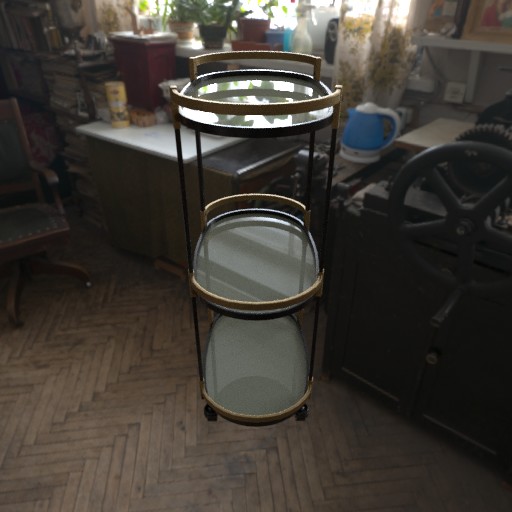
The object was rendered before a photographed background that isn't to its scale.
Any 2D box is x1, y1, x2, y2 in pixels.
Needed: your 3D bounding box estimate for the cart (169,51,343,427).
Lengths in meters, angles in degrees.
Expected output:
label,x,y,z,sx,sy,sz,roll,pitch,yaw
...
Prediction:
label,x,y,z,sx,sy,sz,roll,pitch,yaw
cart,0.000,0.000,1.126,0.311,0.885,0.515,0,33,0
